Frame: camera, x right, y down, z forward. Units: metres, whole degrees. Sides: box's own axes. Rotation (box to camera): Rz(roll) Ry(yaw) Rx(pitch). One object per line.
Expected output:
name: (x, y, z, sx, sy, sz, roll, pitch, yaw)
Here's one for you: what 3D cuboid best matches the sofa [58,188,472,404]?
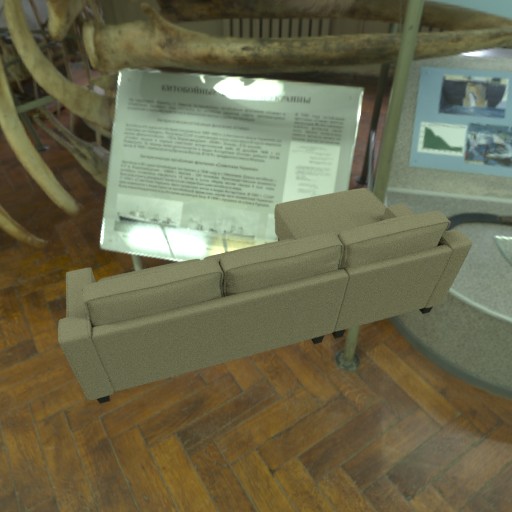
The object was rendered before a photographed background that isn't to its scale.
sofa: (0.000, 0.000, 3.215, 2.561, 0.928, 1.294, -12, 42, -14)
